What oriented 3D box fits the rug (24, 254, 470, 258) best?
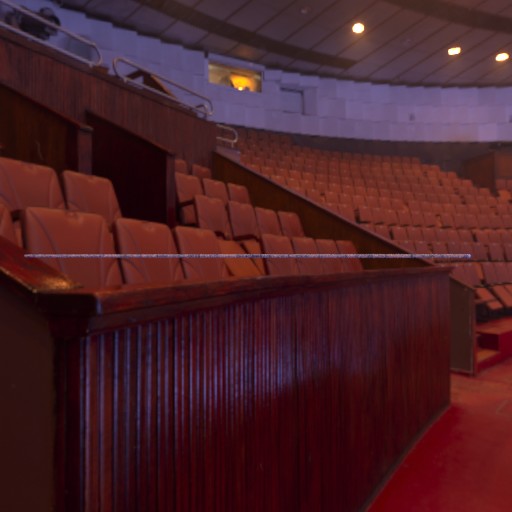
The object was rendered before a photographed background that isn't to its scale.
[{"bbox_3d":[0.000,0.000,2.991,2.439,0.015,1.524,0,0,19],"label":"rug"}]
